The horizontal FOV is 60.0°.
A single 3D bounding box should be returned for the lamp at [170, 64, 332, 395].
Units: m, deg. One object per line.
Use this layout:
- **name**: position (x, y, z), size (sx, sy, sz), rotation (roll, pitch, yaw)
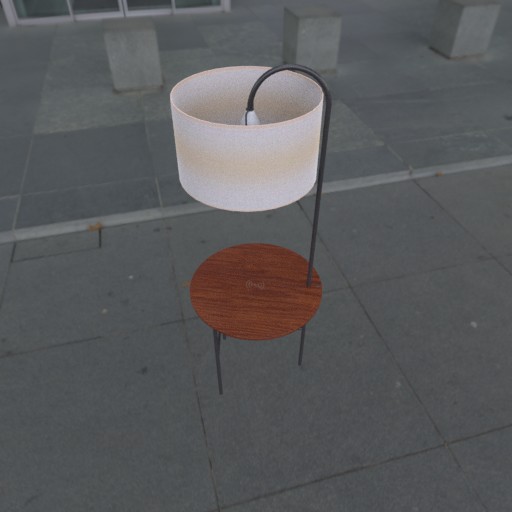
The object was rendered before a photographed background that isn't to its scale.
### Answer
- **lamp**: position (0.000, 0.000, 1.813), size (0.573, 1.517, 0.573), rotation (0, 42, 0)
